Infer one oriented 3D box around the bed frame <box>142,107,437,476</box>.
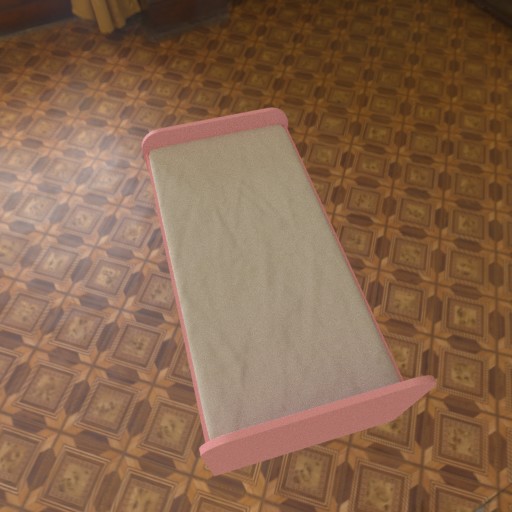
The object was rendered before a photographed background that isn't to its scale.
[{"bbox_3d":[0.000,0.000,2.505,0.998,0.805,1.963,-14,59,-8],"label":"bed frame"}]
